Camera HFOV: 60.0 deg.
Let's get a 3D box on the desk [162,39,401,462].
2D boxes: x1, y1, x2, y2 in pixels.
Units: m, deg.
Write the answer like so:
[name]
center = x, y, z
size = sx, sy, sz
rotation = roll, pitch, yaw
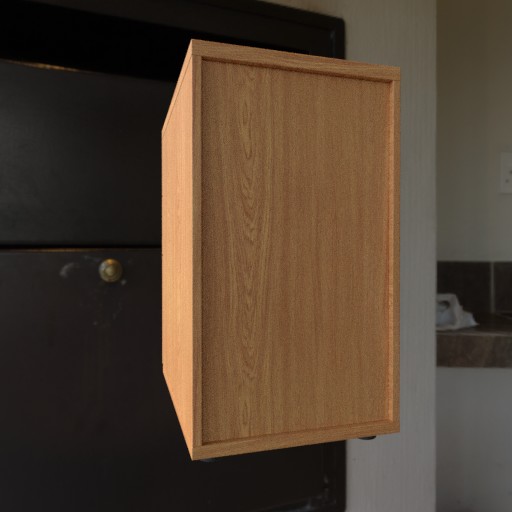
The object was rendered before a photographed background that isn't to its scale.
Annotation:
[desk]
center = 0.000, 0.000, 1.087
size = 0.404, 0.730, 0.600
rotation = 0, 1, -17
